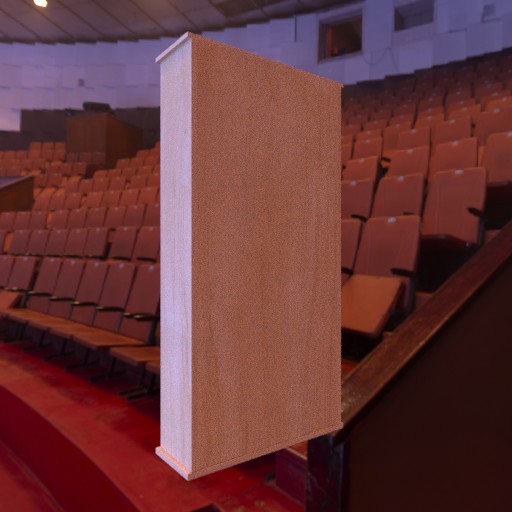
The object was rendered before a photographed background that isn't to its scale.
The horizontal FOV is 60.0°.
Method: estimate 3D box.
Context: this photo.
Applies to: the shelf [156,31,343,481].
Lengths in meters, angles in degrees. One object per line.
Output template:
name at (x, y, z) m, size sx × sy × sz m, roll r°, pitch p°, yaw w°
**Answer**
shelf at (0.000, 0.000, 1.236) m, size 0.520 × 1.030 × 0.175 m, roll 0°, pitch 0°, yaw -37°
